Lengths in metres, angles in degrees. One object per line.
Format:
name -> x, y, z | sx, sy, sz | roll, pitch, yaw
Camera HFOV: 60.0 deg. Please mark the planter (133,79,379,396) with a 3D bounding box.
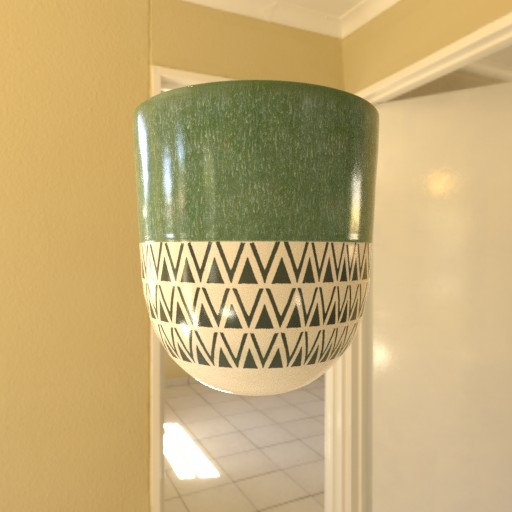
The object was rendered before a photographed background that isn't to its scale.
planter -> 0.000, 0.000, 0.364 | 0.195, 0.214, 0.195 | 0, 1, 0
